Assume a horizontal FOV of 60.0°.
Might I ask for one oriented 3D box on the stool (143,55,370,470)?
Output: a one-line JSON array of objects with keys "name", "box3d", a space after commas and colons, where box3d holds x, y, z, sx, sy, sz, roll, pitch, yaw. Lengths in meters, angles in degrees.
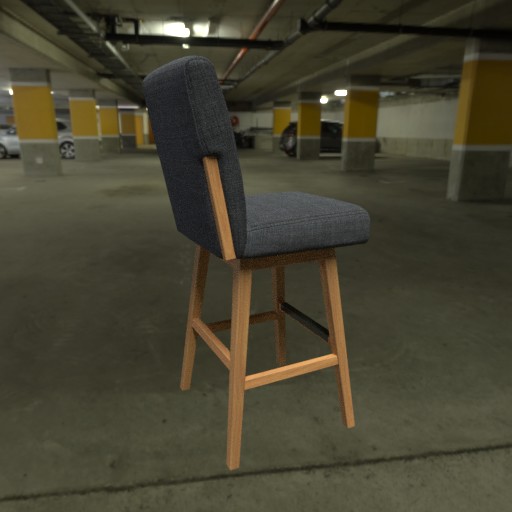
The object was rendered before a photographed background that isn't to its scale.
[{"name": "stool", "box3d": [0.000, 0.000, 1.417, 0.570, 1.112, 0.483, -8, 17, -25]}]
